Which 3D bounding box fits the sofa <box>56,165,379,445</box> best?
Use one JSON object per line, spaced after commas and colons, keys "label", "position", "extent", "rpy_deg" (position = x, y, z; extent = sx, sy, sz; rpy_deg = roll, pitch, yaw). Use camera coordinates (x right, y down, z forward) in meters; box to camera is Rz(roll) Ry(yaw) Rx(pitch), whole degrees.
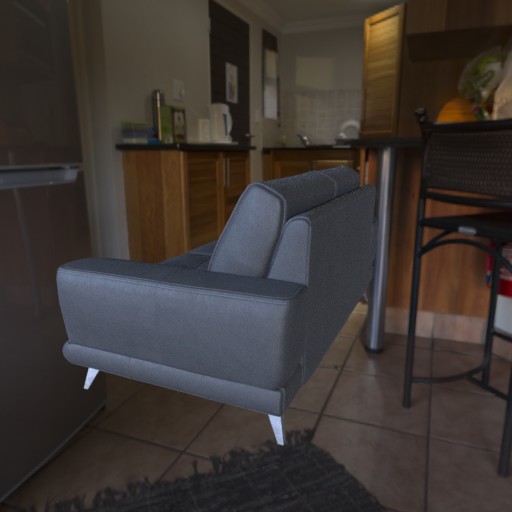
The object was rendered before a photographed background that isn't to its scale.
{"label": "sofa", "position": [0.000, 0.000, 2.364], "extent": [1.018, 0.907, 1.806], "rpy_deg": [6, 16, 23]}
